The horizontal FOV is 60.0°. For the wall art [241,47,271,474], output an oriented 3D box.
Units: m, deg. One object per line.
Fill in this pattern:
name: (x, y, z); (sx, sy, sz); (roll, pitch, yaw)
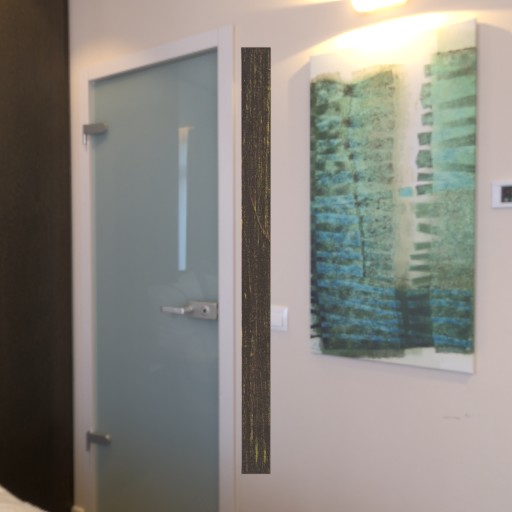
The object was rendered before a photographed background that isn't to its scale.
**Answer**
wall art: (0.000, 0.000, 0.753); (0.032, 0.457, 0.558); (0, 2, 0)
